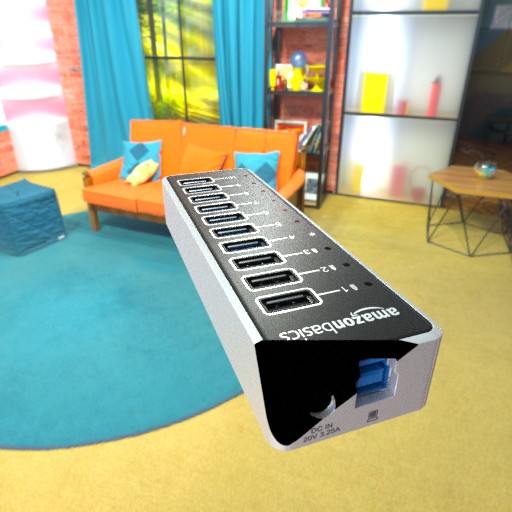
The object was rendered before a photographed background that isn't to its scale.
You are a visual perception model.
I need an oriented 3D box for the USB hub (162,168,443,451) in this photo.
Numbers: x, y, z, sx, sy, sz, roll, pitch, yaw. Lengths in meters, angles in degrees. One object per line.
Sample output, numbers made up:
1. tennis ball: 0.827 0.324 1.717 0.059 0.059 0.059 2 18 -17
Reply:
1. USB hub: 0.000 0.000 0.161 0.044 0.023 0.145 -9 29 -18
